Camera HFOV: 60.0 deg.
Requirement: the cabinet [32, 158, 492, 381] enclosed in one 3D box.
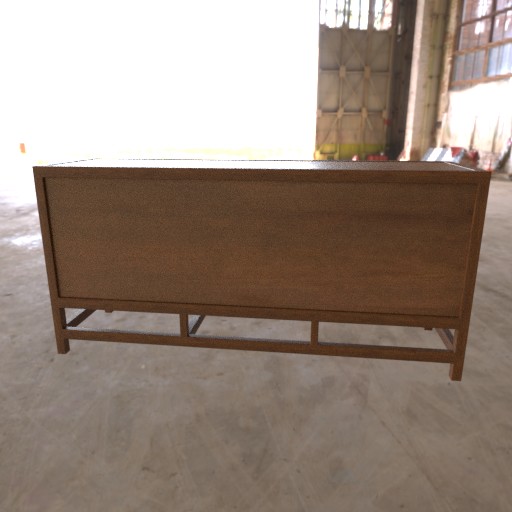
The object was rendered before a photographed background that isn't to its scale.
[{"bbox_3d":[0.000,0.000,1.996,1.708,0.820,0.522,2,16,7],"label":"cabinet"}]
